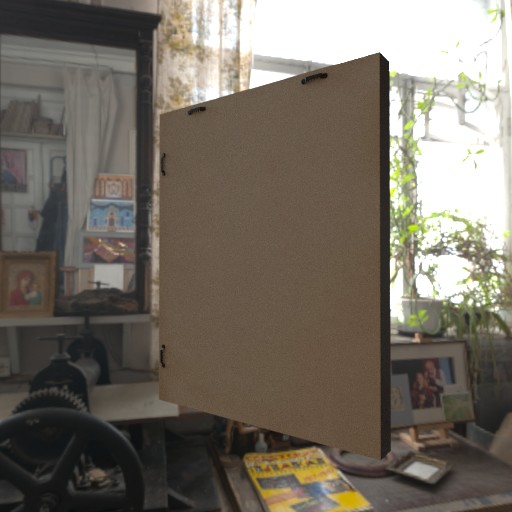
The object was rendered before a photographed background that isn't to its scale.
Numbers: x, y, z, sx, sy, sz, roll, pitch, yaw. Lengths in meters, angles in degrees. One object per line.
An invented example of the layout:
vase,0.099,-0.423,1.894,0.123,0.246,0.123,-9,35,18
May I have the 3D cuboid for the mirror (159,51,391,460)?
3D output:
mirror,0.000,0.000,0.682,0.405,0.508,0.041,0,-1,36
